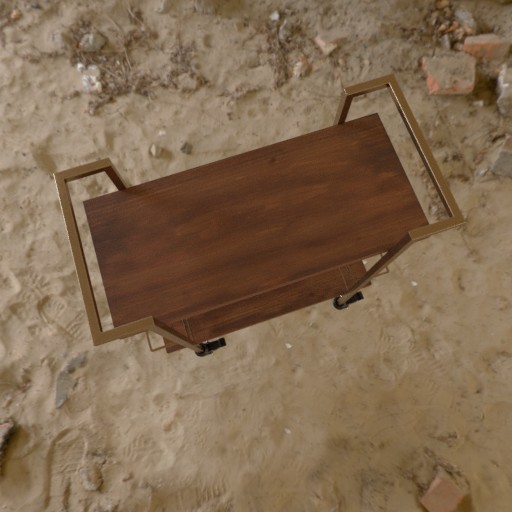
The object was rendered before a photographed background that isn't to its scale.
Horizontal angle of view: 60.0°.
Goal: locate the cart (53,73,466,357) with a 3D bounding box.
[{"bbox_3d":[0.000,0.000,1.196,0.695,0.807,0.364,-18,75,-5],"label":"cart"}]
